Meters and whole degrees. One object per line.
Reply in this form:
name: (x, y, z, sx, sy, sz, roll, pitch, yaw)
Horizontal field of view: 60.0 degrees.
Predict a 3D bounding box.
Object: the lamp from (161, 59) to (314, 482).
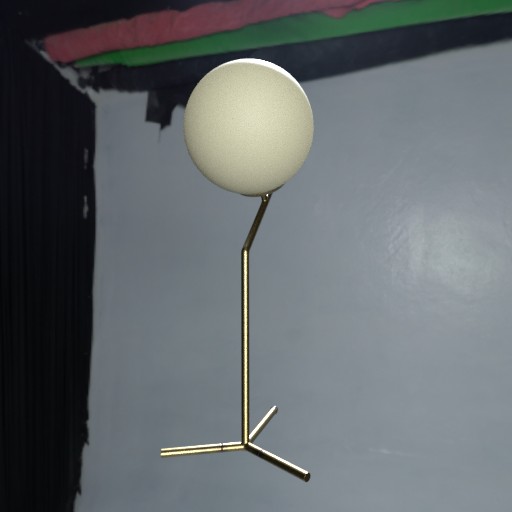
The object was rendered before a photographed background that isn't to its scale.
lamp: (0.000, 0.000, 0.672, 0.210, 0.552, 0.251, 0, 1, 19)
